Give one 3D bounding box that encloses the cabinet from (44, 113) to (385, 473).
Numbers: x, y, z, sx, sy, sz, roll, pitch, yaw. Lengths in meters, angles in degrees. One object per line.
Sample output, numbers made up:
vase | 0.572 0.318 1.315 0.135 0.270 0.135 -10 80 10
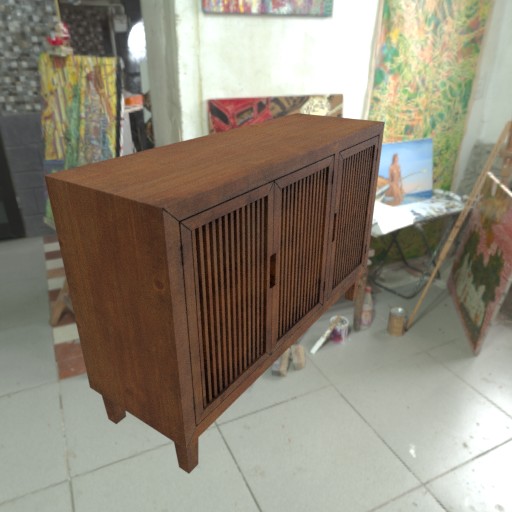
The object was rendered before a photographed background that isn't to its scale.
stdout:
cabinet | 0.000 0.000 1.583 0.403 0.805 1.204 17 31 31
